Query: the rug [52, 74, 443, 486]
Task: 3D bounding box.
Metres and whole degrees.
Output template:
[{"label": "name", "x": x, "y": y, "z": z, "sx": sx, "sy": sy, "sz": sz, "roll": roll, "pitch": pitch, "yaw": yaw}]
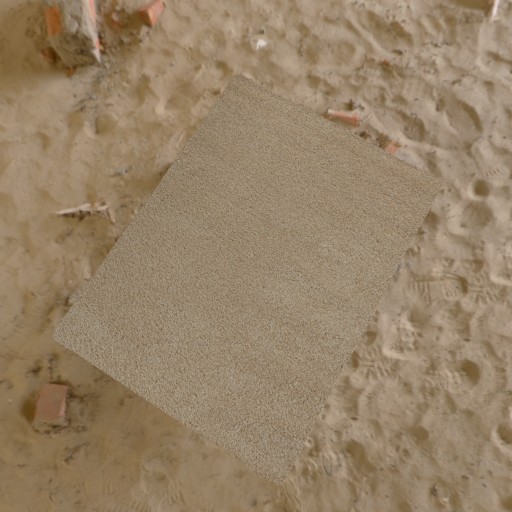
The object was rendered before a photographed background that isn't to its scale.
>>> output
[{"label": "rug", "x": 0.000, "y": 0.000, "z": 2.087, "sx": 1.199, "sy": 0.025, "sz": 1.600, "roll": 30, "pitch": 78, "yaw": 7}]
